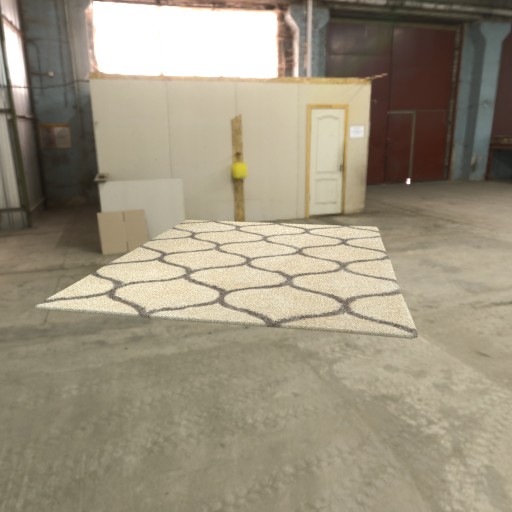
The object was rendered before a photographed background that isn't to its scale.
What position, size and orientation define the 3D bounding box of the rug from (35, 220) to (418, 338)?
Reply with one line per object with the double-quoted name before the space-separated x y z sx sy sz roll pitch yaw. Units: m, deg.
"rug" 0.000 0.000 4.088 2.399 0.026 3.000 3 16 10
